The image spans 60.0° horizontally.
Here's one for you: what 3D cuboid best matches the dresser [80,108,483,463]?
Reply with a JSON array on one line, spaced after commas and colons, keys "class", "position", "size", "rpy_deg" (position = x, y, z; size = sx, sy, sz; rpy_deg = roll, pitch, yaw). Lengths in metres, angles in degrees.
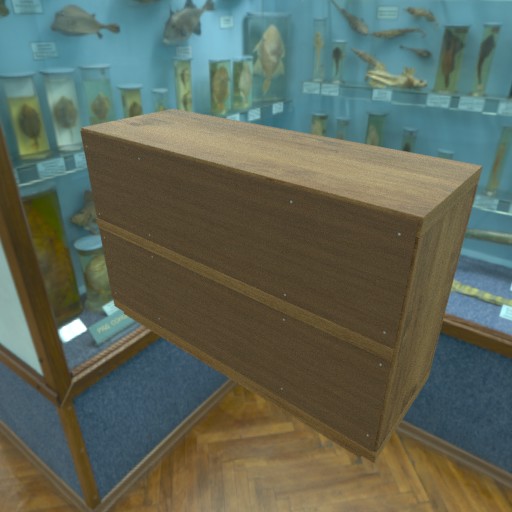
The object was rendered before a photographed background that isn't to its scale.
[{"class": "dresser", "position": [0.000, 0.000, 1.619], "size": [1.261, 0.825, 0.479], "rpy_deg": [21, 36, 33]}]
